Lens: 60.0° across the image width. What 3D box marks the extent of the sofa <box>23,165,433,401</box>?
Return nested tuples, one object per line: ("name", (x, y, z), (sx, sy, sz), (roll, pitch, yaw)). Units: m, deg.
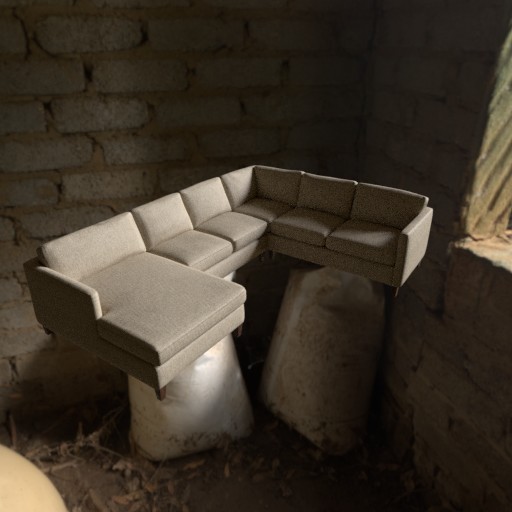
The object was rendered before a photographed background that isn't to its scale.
("sofa", (0.000, 0.000, 4.528), (2.593, 0.959, 3.460), (17, 31, 31))
